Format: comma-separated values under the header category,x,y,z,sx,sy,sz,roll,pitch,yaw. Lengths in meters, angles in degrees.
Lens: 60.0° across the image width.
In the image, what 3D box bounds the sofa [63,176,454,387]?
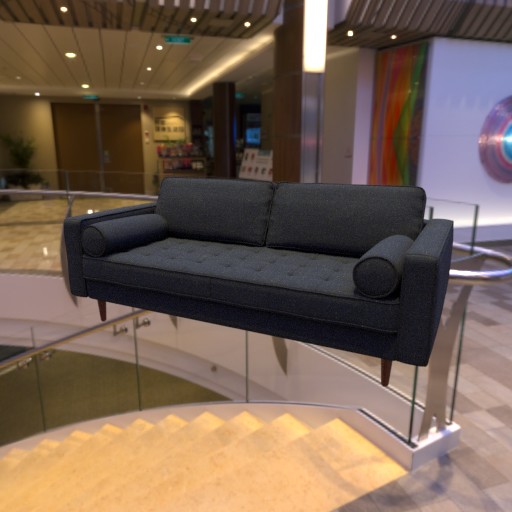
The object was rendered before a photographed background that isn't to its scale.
category,x,y,z,sx,sy,sz,roll,pitch,yaw
sofa,0.000,0.000,2.370,1.880,0.762,0.914,7,16,26
